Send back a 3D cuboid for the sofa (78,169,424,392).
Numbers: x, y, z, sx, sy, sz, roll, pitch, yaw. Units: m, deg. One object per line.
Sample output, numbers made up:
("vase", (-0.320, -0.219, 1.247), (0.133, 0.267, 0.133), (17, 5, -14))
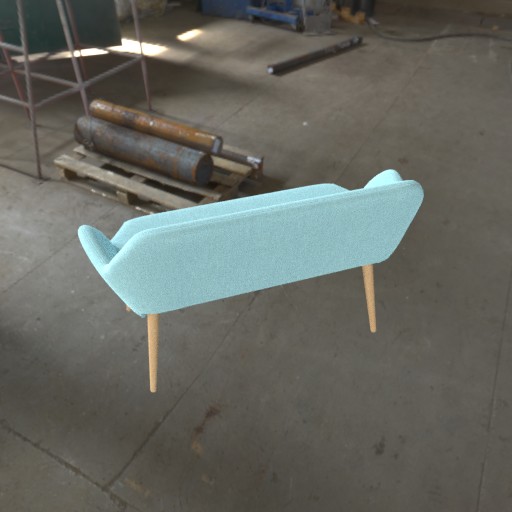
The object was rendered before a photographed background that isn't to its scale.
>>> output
("sofa", (0.000, 0.000, 1.635), (1.150, 0.840, 0.610), (-12, 43, -13))
